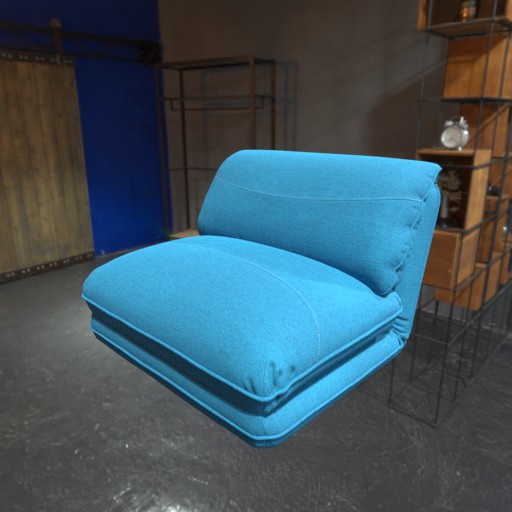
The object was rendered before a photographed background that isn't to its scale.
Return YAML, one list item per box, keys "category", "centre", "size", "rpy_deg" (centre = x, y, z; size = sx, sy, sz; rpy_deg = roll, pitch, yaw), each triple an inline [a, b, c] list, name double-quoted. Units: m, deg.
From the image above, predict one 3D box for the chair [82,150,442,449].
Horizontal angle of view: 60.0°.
- category: "chair"
  centre: [0.000, 0.000, 1.336]
  size: [0.820, 0.580, 0.780]
  rpy_deg: [16, 23, 42]
